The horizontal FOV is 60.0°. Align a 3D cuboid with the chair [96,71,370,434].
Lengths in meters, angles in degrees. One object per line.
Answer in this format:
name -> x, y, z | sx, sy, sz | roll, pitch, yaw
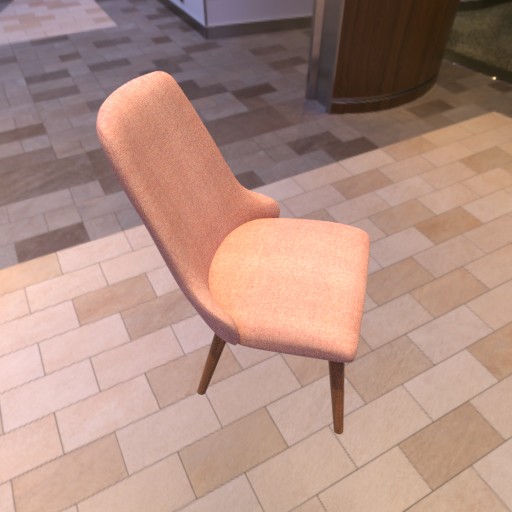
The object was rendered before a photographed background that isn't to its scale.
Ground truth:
chair -> 0.000, 0.000, 1.306 | 0.707, 0.918, 0.535 | 11, 47, 11
